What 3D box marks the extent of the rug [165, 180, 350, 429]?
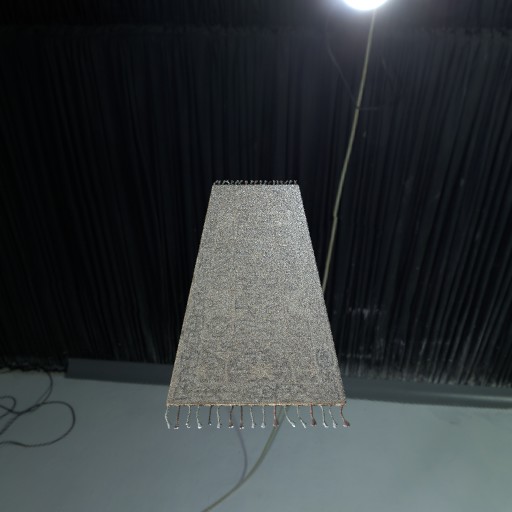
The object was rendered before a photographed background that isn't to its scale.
[{"bbox_3d":[0.000,0.000,2.909,0.762,0.011,2.664,0,31,0],"label":"rug"}]
